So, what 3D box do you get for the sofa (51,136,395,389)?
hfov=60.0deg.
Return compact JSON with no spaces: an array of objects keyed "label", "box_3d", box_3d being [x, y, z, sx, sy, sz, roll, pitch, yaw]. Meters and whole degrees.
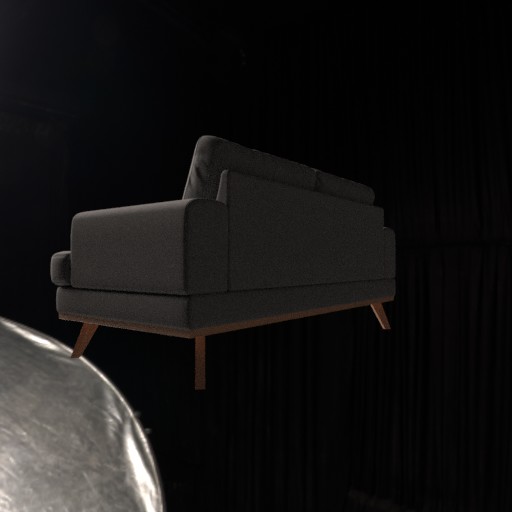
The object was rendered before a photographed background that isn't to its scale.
[{"label":"sofa","box_3d":[0.000,0.000,2.138,0.785,0.810,1.650,-1,-1,38]}]
